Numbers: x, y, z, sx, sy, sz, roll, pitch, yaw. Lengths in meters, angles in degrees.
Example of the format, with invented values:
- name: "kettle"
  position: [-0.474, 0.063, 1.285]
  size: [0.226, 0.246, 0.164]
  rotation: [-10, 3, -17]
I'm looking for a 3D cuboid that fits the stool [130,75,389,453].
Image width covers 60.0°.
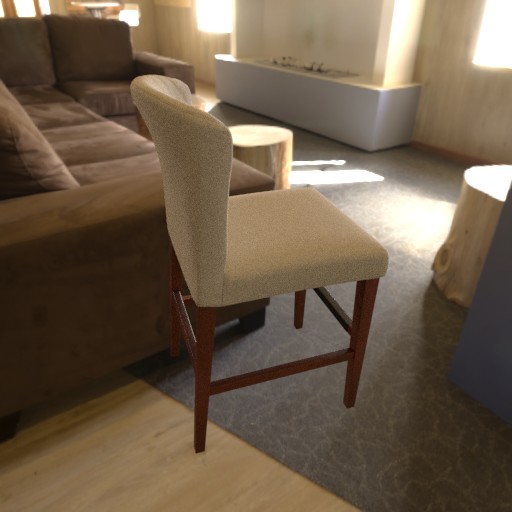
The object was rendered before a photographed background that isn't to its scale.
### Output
- name: "stool"
  position: [0.000, 0.000, 1.268]
  size: [0.568, 0.968, 0.479]
  rotation: [-10, 32, -16]
